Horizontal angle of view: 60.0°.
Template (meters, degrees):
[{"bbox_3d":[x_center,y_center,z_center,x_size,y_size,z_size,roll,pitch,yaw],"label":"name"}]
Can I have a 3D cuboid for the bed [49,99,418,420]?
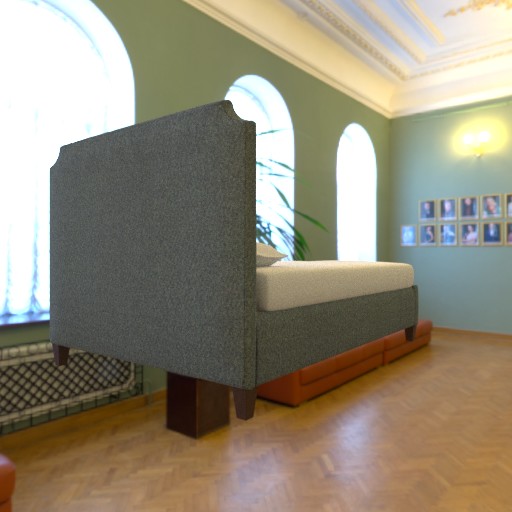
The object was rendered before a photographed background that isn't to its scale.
[{"bbox_3d":[0.000,0.000,3.341,1.712,1.443,2.372,0,0,38],"label":"bed"}]
